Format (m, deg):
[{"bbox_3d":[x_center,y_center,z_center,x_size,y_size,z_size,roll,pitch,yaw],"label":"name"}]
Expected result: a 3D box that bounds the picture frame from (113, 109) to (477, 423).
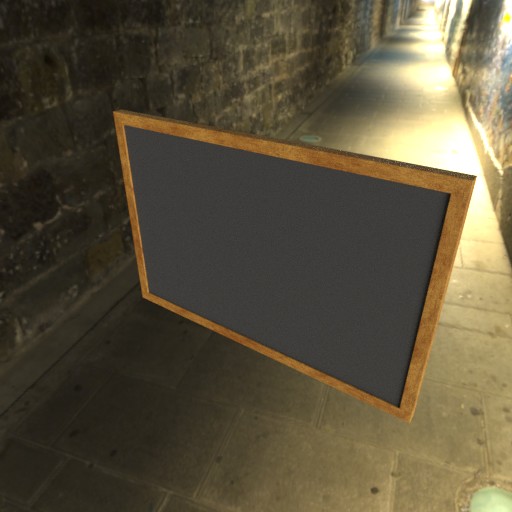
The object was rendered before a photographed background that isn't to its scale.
[{"bbox_3d":[0.000,0.000,1.150,0.922,0.621,0.029,19,36,29],"label":"picture frame"}]
